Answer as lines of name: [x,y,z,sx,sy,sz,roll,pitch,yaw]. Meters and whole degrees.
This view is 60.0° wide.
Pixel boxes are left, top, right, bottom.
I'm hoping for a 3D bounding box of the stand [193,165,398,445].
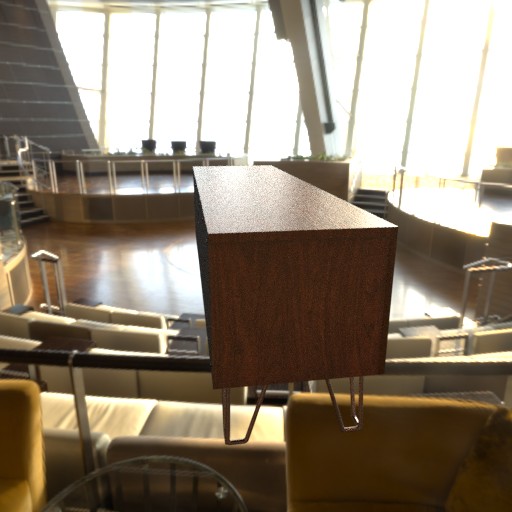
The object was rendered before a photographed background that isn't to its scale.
stand: [0.000,0.000,1.894,0.481,0.610,1.626,-3,17,-9]
